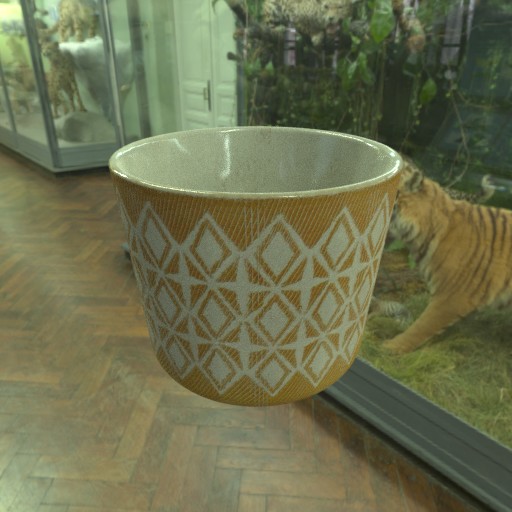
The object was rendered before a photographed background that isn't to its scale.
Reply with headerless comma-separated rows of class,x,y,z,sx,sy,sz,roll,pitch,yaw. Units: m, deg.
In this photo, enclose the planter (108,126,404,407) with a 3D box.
planter,0.000,0.000,0.221,0.126,0.104,0.126,0,26,0
